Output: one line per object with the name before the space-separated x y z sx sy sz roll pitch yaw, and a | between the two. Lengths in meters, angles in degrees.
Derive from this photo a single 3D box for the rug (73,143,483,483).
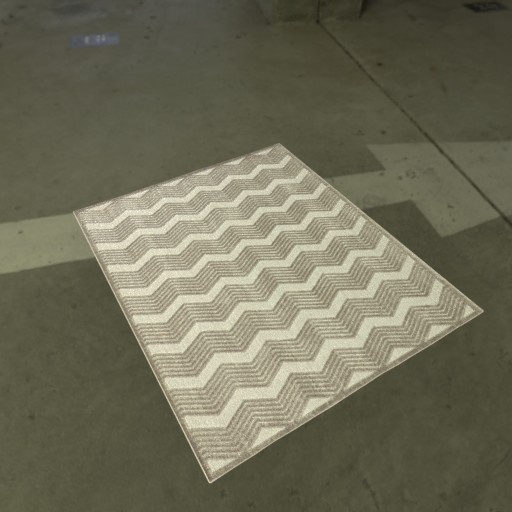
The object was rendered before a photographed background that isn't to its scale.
rug | 0.000 0.000 3.864 2.391 0.005 2.880 -24 50 -22
